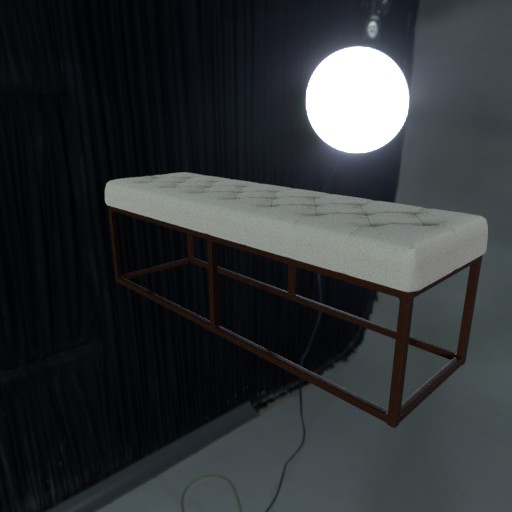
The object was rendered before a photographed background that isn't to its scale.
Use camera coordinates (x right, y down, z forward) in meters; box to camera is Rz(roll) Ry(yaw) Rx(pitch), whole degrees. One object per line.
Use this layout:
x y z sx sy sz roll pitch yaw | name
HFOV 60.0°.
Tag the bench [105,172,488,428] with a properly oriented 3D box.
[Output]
0.000 0.000 1.696 0.479 0.488 1.488 -16 24 -42 | bench
